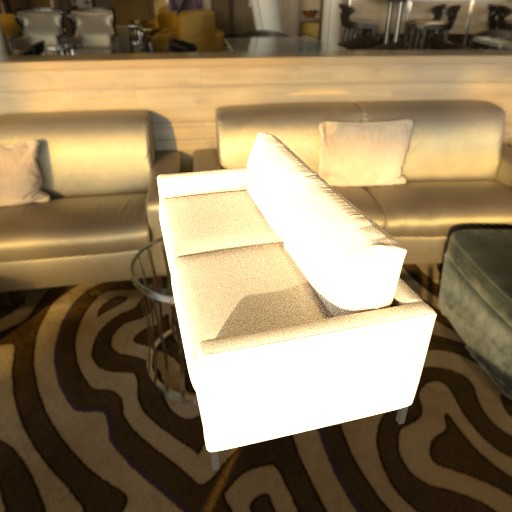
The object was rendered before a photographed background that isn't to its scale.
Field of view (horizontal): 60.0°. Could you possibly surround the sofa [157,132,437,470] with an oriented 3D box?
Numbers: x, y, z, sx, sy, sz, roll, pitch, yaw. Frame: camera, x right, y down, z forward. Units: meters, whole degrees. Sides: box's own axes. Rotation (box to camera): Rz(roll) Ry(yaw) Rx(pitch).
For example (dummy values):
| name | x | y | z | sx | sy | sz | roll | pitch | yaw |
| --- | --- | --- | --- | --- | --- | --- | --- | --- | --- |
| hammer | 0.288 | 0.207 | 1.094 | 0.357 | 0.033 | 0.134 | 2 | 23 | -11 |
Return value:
| name | x | y | z | sx | sy | sz | roll | pitch | yaw |
| --- | --- | --- | --- | --- | --- | --- | --- | --- | --- |
| sofa | 0.000 | 0.000 | 2.154 | 0.839 | 0.812 | 1.651 | -8 | 31 | -13 |
